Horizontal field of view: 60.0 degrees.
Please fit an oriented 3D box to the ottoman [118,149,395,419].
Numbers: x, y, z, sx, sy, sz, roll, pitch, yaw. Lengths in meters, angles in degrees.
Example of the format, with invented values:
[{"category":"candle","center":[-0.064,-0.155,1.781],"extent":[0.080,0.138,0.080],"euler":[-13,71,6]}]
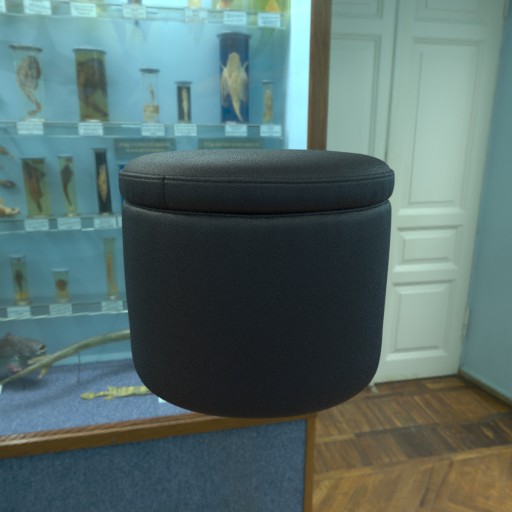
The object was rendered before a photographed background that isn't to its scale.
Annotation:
[{"category":"ottoman","center":[0.000,0.000,0.875],"extent":[0.501,0.409,0.501],"euler":[0,14,0]}]
